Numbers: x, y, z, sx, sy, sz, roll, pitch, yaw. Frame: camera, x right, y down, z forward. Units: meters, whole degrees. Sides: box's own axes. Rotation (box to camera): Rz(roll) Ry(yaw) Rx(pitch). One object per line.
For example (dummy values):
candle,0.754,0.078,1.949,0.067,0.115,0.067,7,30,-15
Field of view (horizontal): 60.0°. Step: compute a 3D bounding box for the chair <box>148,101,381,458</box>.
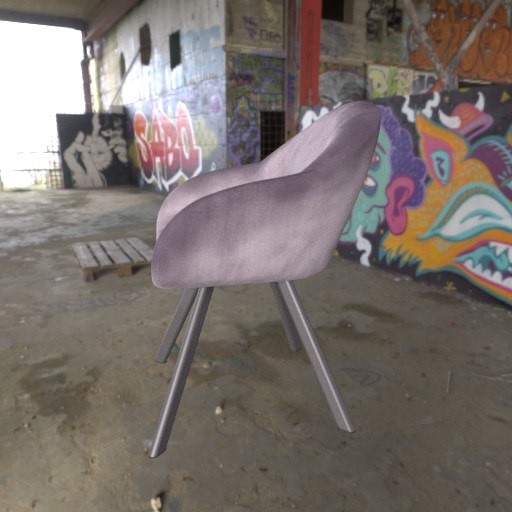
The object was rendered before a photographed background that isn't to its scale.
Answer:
chair,0.000,0.000,1.190,0.590,0.795,0.550,-3,14,-11
